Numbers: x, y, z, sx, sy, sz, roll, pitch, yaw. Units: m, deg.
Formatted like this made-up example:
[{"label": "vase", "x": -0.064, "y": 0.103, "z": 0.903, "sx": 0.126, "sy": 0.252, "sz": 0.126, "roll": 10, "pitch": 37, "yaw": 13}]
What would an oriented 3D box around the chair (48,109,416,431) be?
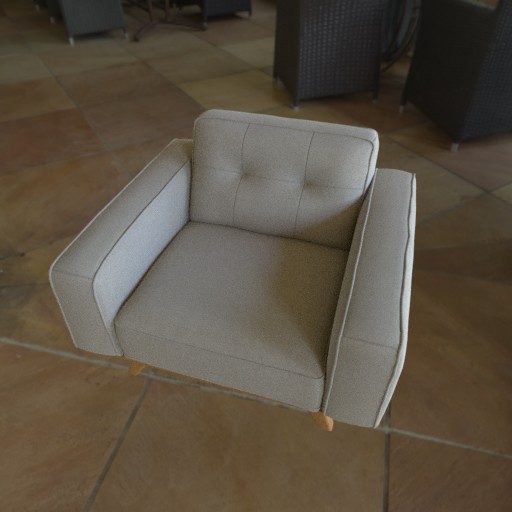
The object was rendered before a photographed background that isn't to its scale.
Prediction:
[{"label": "chair", "x": 0.000, "y": 0.000, "z": 1.693, "sx": 1.115, "sy": 0.779, "sz": 0.953, "roll": 12, "pitch": 42, "yaw": 13}]
